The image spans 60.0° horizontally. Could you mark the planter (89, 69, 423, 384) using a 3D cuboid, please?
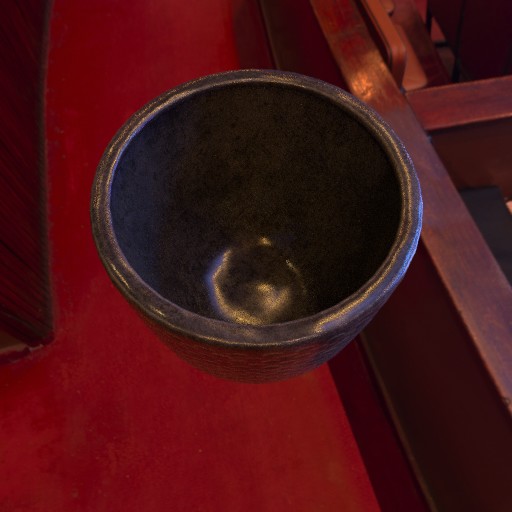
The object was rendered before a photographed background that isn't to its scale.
[{"bbox_3d":[0.000,0.000,0.345,0.197,0.191,0.197,0,64,0],"label":"planter"}]
